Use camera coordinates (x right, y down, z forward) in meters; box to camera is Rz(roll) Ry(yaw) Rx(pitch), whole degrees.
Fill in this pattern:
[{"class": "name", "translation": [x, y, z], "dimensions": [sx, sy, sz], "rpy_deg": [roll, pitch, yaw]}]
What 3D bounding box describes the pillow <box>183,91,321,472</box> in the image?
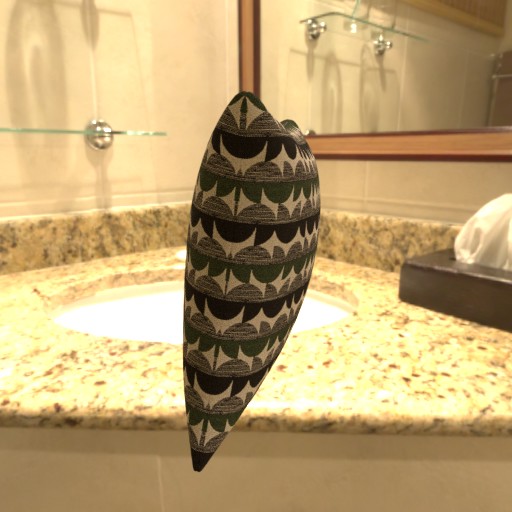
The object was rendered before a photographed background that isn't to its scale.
[{"class": "pillow", "translation": [0.000, 0.000, 0.643], "dimensions": [0.180, 0.404, 0.419], "rpy_deg": [2, 14, 10]}]
